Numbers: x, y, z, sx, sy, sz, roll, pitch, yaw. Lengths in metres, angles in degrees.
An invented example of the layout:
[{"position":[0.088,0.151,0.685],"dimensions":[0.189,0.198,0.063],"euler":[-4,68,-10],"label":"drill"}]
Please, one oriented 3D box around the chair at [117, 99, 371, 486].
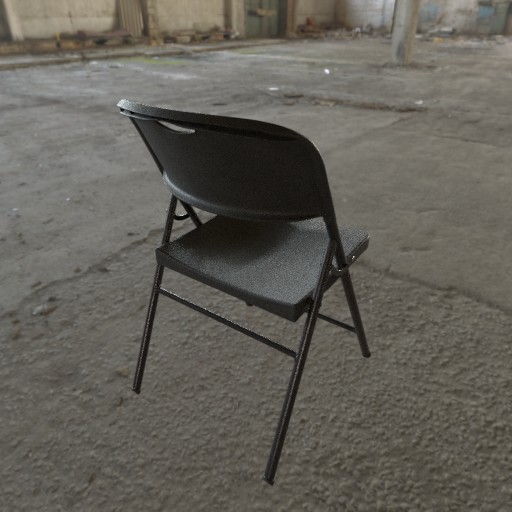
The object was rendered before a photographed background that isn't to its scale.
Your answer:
[{"position":[0.000,0.000,1.134],"dimensions":[0.494,0.810,0.567],"euler":[20,35,31],"label":"chair"}]
